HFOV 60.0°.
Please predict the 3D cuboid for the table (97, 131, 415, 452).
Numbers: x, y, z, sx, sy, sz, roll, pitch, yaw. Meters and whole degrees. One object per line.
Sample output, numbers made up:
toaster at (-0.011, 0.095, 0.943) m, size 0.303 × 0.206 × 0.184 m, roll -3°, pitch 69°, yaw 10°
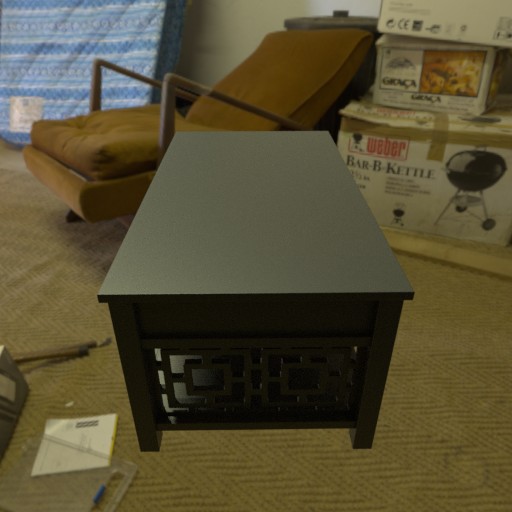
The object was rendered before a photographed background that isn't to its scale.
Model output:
table at (0.000, 0.000, 1.417) m, size 0.612 × 0.493 × 1.068 m, roll 0°, pitch 32°, yaw -1°
